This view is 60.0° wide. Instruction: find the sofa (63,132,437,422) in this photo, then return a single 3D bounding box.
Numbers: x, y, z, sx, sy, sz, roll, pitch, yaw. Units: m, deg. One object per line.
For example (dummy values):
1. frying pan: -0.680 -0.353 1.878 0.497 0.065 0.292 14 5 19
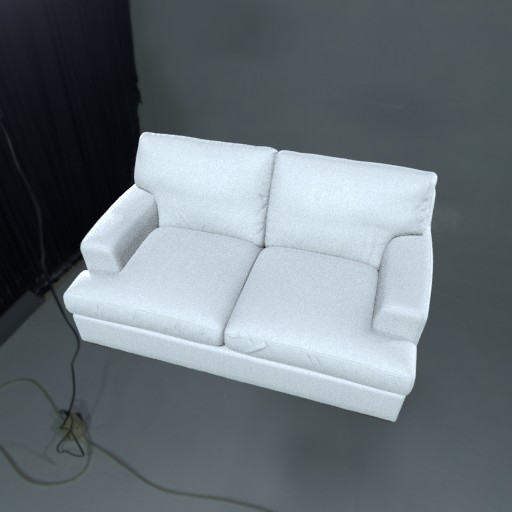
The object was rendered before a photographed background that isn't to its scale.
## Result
1. sofa: 0.000 0.000 2.518 1.880 0.940 1.143 11 41 13
